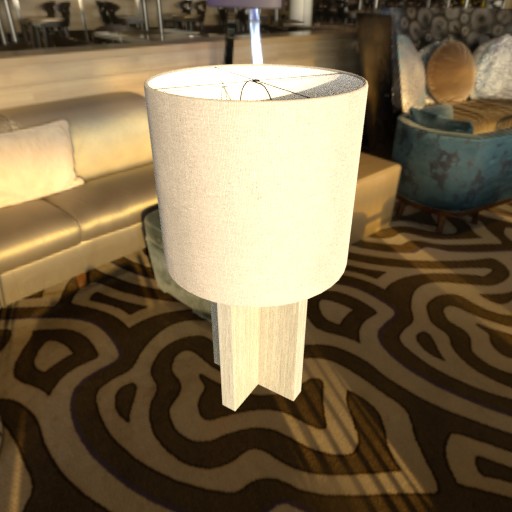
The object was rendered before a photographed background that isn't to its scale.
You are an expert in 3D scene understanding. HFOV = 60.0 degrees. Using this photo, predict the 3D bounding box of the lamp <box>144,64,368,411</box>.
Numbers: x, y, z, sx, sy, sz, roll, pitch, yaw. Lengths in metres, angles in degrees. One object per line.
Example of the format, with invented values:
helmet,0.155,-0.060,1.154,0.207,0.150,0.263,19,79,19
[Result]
lamp,0.000,0.000,0.569,0.229,0.428,0.229,18,35,28
